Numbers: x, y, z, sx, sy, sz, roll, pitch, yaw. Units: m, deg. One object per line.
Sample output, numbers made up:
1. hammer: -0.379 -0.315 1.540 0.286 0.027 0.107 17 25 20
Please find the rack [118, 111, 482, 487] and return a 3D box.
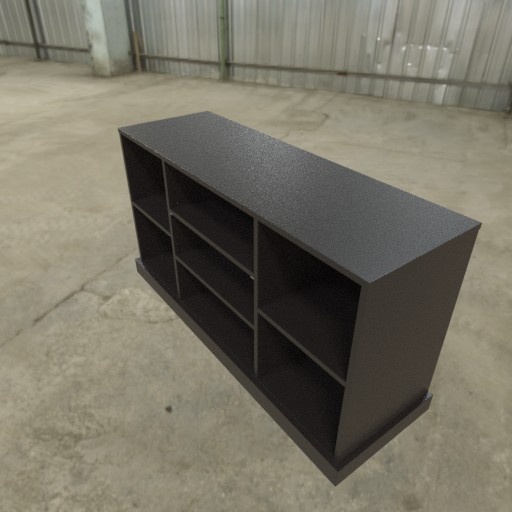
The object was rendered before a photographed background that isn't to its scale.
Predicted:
1. rack: 0.000 0.000 1.471 0.399 0.635 1.206 -22 39 -30
